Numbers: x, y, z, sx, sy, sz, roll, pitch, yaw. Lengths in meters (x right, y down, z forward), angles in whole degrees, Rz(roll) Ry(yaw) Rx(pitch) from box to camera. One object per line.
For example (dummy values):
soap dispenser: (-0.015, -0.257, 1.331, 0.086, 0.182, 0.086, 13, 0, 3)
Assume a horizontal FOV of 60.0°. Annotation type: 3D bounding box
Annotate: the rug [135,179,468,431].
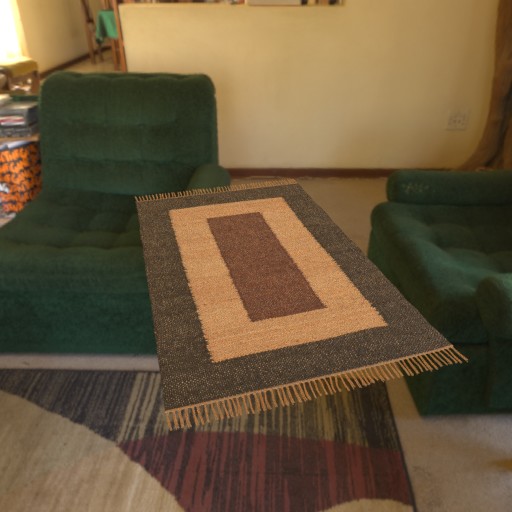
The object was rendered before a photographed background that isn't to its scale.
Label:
rug: (0.000, 0.000, 1.877, 0.920, 0.013, 1.541, -9, 33, -14)
